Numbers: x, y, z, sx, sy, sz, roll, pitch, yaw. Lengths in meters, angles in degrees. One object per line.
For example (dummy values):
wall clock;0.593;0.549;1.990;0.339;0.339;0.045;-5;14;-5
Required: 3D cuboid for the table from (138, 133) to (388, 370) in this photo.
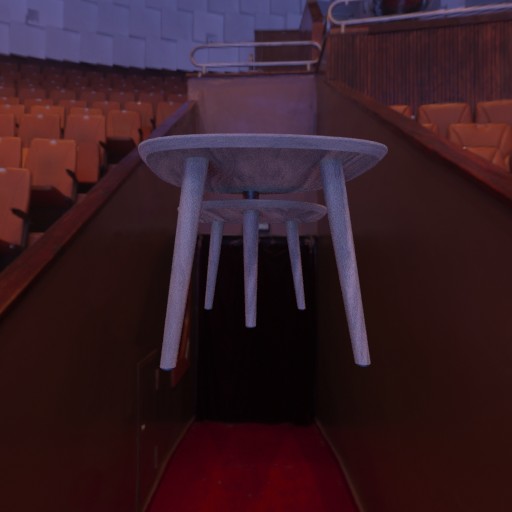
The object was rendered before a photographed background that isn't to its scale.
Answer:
table;0.000;0.000;1.321;0.527;0.429;1.084;0;0;-1
